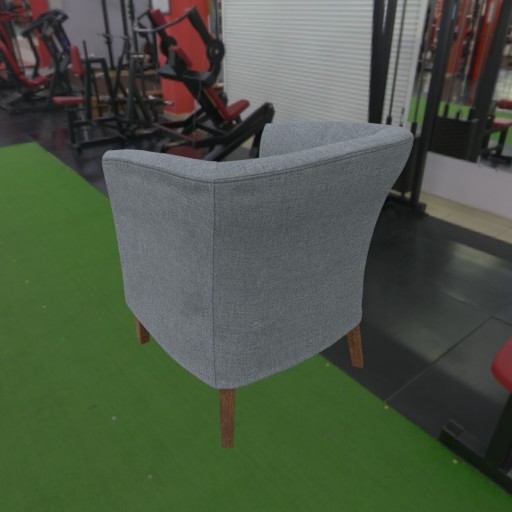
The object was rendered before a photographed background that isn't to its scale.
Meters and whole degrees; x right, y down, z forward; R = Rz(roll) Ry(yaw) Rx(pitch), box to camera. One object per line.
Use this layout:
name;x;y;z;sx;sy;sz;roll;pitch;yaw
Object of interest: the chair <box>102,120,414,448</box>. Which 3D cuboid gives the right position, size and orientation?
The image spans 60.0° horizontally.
chair;0.000;0.000;1.261;0.600;0.771;0.668;-20;35;-31
